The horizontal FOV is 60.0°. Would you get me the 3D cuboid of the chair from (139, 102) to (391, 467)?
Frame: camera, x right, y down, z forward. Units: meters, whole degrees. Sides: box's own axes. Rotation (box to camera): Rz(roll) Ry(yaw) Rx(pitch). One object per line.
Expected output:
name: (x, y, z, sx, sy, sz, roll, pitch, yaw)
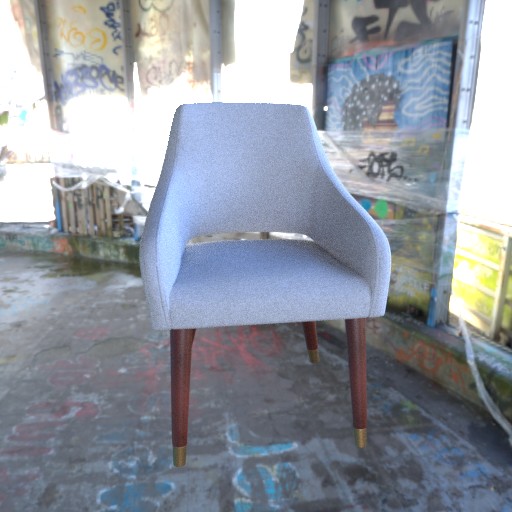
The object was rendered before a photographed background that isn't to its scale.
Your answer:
chair: (0.000, 0.000, 1.287, 0.609, 0.889, 0.600, -2, 15, -8)
